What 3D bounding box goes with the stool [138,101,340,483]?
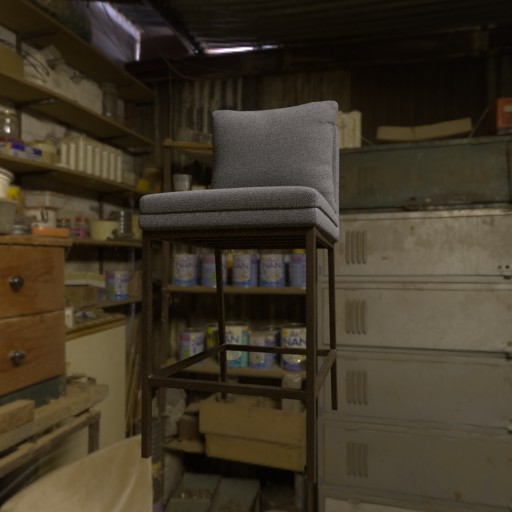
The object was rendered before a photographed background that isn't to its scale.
[{"bbox_3d":[0.000,0.000,1.324,0.463,1.031,0.569,0,-1,17],"label":"stool"}]
